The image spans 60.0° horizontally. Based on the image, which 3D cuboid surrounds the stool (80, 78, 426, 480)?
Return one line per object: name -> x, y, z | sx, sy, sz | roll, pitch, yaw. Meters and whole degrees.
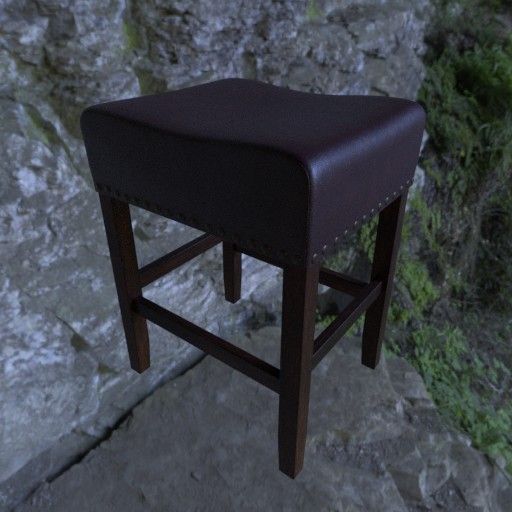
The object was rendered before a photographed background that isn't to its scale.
stool -> 0.000, 0.000, 0.904 | 0.465, 0.608, 0.397 | 21, 36, 31
